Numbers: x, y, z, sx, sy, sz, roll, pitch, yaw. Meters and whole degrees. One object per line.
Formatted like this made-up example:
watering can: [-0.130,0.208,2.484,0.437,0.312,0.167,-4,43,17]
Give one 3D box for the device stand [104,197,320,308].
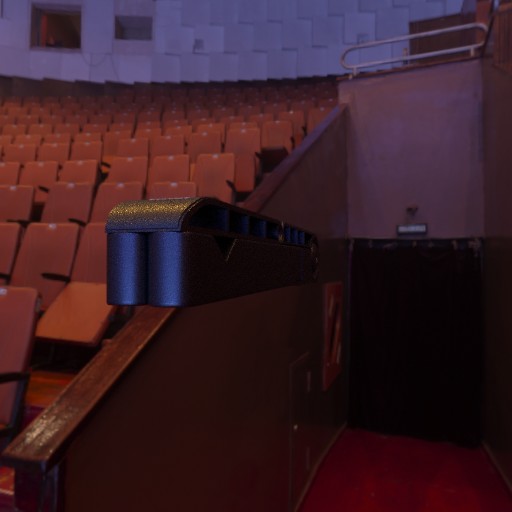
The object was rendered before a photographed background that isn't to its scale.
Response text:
device stand: [0.000,0.000,0.192,0.026,0.030,0.179,0,-1,18]
